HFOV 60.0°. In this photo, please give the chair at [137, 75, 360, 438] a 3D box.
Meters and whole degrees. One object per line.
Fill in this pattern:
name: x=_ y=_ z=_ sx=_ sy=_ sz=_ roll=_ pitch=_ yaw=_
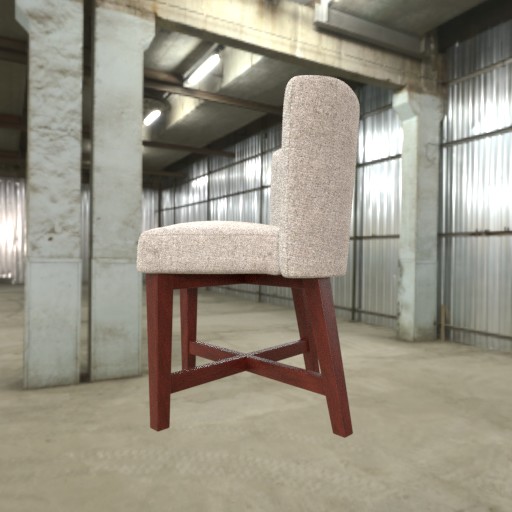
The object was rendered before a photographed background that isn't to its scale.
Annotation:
chair: x=0.000 y=0.000 z=1.287 sx=0.575 sy=0.827 sz=0.728 roll=0 pitch=0 yaw=0
